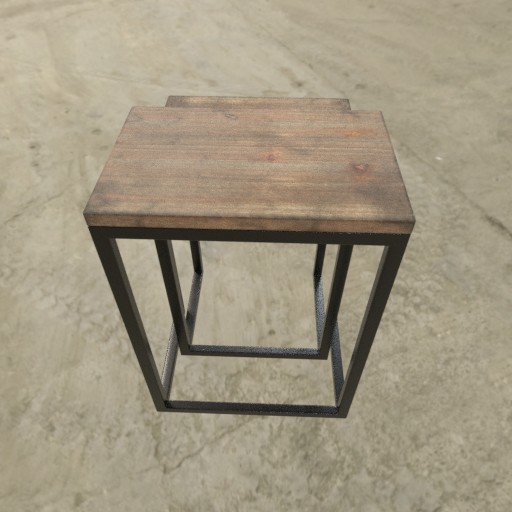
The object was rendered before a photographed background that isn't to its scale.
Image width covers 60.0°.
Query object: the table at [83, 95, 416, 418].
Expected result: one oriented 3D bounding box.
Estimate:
[{"bbox_3d":[0.000,0.000,0.963,0.456,0.615,0.460,3,47,3],"label":"table"}]
